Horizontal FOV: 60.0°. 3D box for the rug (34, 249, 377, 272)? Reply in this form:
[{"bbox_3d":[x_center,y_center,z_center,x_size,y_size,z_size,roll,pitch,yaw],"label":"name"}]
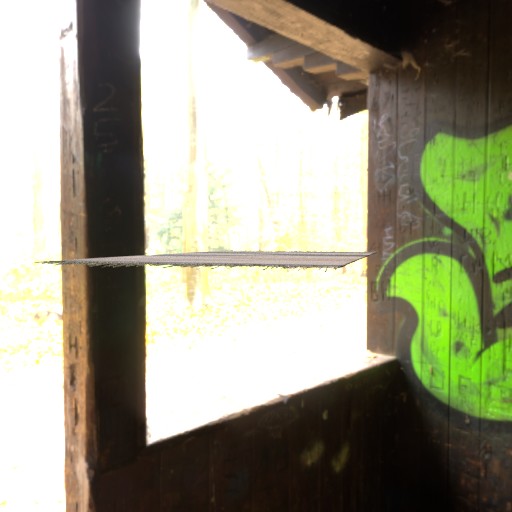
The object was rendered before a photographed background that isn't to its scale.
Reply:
[{"bbox_3d":[0.000,0.000,2.538,1.224,0.027,2.021,1,2,19],"label":"rug"}]
